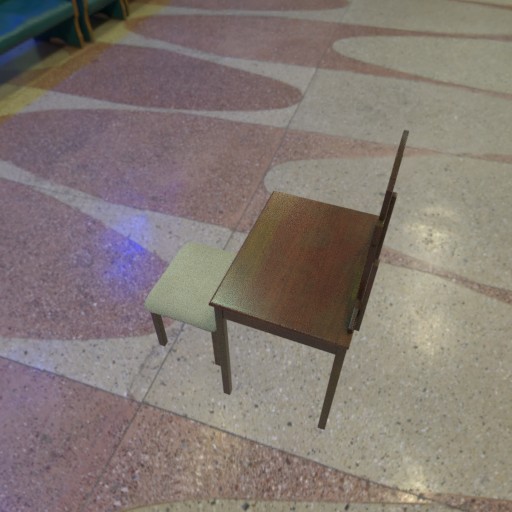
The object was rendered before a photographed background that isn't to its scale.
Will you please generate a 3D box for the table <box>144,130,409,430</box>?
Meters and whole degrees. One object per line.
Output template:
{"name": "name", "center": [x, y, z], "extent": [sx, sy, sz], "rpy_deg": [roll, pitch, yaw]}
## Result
{"name": "table", "center": [0.000, 0.000, 2.332], "extent": [1.211, 1.631, 0.876], "rpy_deg": [16, 48, 14]}
